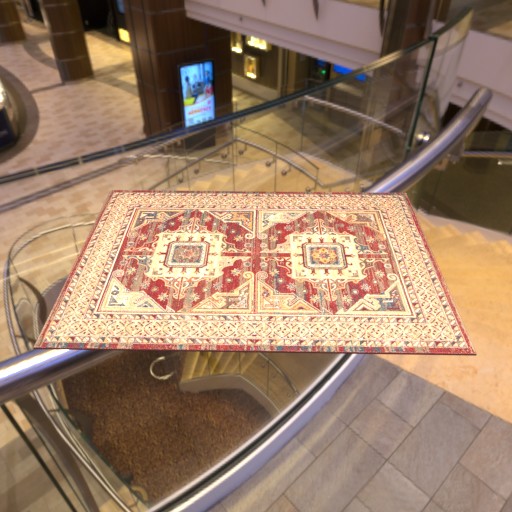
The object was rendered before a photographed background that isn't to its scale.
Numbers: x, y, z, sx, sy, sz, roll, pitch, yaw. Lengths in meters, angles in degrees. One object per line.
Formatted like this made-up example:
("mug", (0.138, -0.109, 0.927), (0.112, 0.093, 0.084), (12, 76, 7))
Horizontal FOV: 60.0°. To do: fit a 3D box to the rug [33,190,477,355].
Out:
("rug", (0.000, 0.000, 5.724), (4.578, 0.033, 3.033), (1, 41, 1))
